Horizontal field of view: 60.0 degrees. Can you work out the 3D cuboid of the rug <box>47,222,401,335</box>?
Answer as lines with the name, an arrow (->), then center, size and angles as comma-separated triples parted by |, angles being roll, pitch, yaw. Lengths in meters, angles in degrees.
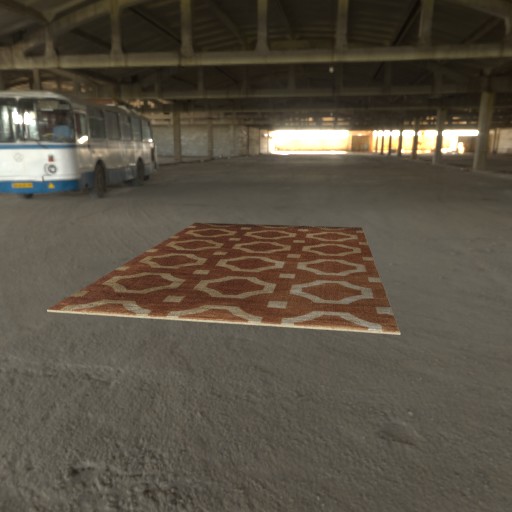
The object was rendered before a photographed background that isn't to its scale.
rug -> 0.000, 0.000, 2.988 | 1.555, 0.016, 2.286 | 2, 14, 9
